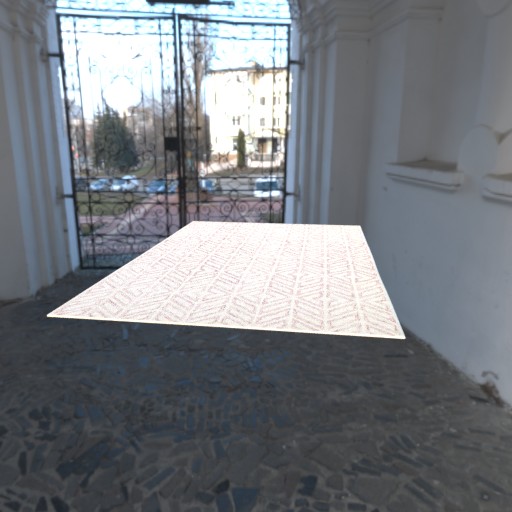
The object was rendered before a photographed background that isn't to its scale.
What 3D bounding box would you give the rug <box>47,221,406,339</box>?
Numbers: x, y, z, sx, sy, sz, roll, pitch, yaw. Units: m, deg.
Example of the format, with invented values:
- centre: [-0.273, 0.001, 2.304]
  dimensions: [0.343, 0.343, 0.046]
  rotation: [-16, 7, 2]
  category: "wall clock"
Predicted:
- centre: [0.000, 0.000, 2.347]
  dimensions: [1.220, 0.007, 1.828]
  rotation: [2, 15, 8]
  category: "rug"
